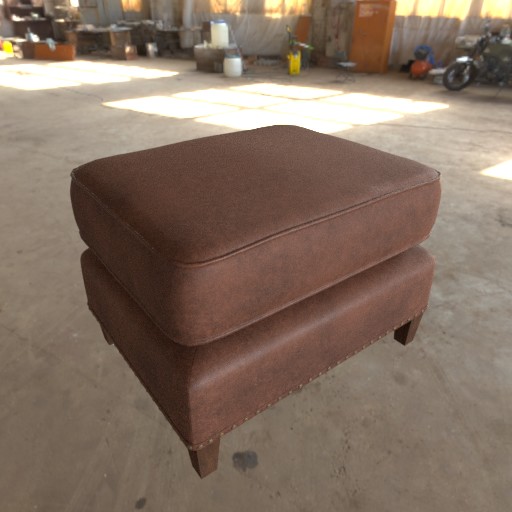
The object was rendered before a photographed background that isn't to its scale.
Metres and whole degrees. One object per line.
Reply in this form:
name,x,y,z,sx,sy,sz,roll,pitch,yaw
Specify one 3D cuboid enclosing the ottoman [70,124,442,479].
ottoman,0.000,0.000,1.122,0.738,0.537,0.589,-21,36,-31
